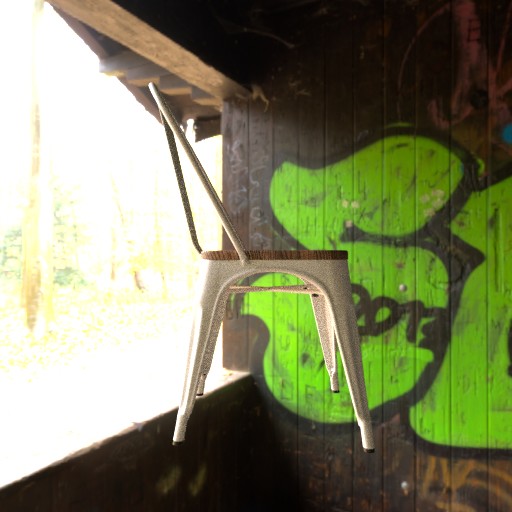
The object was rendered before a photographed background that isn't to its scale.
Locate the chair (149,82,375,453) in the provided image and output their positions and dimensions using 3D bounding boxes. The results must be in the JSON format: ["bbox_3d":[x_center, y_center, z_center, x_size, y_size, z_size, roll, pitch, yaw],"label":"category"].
[{"bbox_3d":[0.000,0.000,1.183,0.521,0.851,0.452,0,0,1],"label":"chair"}]
